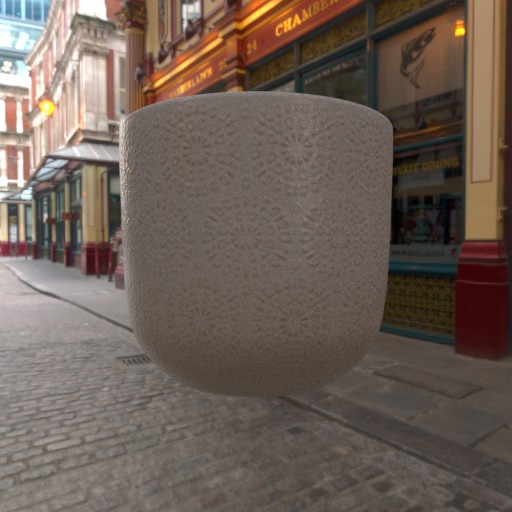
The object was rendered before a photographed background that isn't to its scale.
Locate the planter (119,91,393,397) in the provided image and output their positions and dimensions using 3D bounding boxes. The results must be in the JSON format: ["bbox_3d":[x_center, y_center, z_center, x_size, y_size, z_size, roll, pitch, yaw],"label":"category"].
[{"bbox_3d":[0.000,0.000,0.354,0.208,0.190,0.208,0,1,0],"label":"planter"}]
